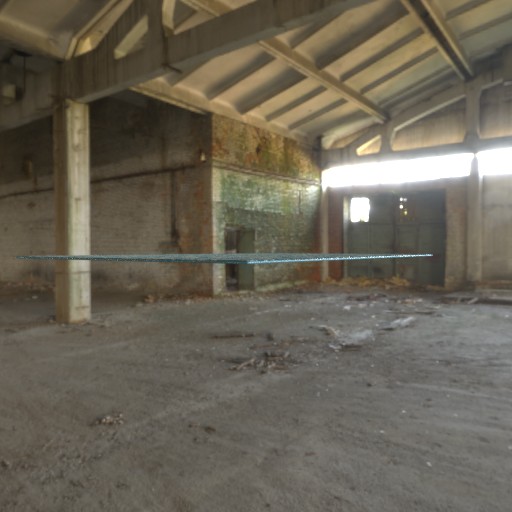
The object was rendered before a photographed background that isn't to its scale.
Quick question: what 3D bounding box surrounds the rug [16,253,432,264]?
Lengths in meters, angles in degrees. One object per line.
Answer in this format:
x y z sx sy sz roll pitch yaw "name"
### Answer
0.000 0.000 2.782 1.554 0.012 2.205 1 1 36 "rug"
